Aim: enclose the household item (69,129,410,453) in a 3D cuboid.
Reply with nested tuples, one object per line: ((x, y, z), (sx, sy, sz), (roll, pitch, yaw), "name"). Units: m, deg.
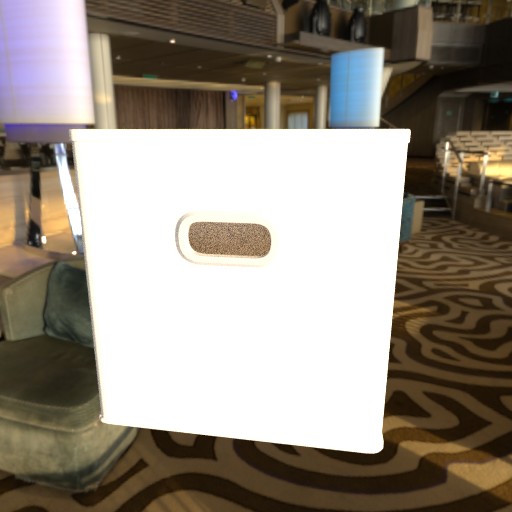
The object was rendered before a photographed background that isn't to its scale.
((0.000, 0.000, 0.556), (0.305, 0.305, 0.305), (3, 16, 9), "household item")
